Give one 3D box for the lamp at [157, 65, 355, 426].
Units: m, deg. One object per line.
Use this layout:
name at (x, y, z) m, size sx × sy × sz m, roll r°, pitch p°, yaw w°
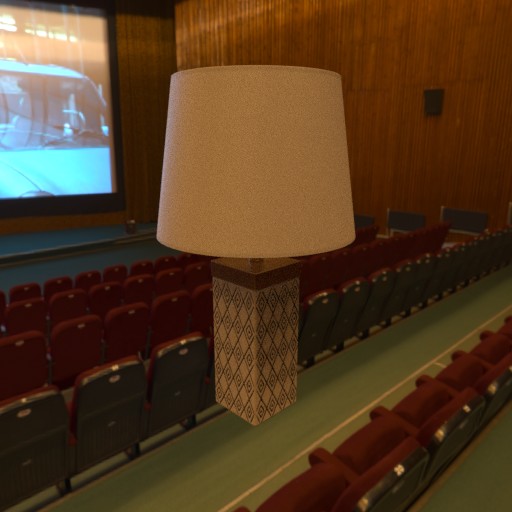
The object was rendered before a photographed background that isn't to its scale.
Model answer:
lamp at (0.000, 0.000, 0.581) m, size 0.251 × 0.435 × 0.251 m, roll 0°, pitch 15°, yaw 0°
